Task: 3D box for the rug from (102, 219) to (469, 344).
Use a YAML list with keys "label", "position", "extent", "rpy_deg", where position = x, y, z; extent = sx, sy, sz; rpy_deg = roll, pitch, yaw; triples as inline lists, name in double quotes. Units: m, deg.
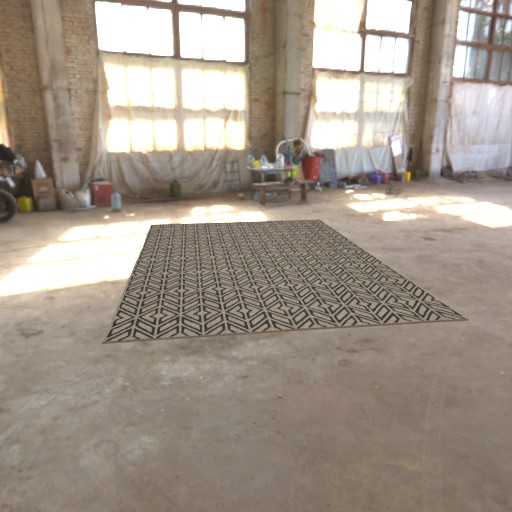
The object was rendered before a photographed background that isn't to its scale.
- label: "rug"
  position: [0.000, 0.000, 2.312]
  extent: [1.220, 0.007, 1.828]
  rpy_deg: [-2, 16, -8]
